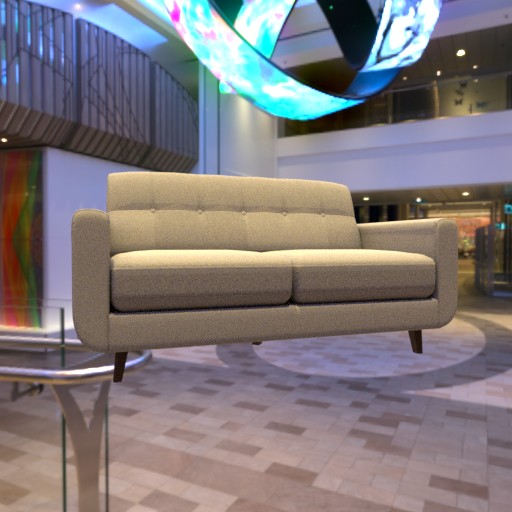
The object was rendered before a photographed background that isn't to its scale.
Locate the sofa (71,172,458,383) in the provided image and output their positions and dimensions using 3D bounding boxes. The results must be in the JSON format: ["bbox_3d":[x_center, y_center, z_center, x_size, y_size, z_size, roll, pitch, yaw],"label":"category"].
[{"bbox_3d":[0.000,0.000,2.223,1.655,0.892,0.980,0,1,-19],"label":"sofa"}]
